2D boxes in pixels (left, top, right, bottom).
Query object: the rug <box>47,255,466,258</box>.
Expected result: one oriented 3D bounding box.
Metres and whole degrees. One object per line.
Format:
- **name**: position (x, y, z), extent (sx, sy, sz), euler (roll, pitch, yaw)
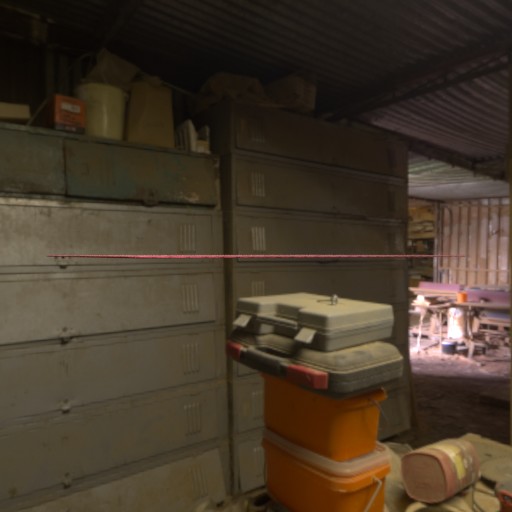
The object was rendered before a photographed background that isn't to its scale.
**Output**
- **rug**: position (0.000, 0.000, 2.840), extent (2.184, 0.007, 1.579), euler (0, 0, -36)
